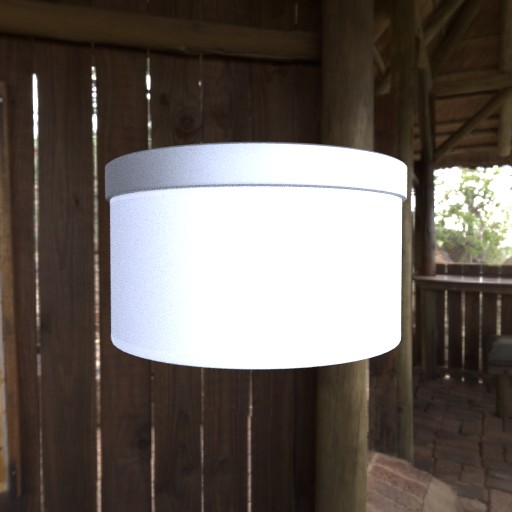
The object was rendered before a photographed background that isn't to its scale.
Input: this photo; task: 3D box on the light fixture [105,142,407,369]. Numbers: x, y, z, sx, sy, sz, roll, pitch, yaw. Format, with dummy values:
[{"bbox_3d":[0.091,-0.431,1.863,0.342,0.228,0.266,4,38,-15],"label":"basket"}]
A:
[{"bbox_3d":[0.000,0.000,0.613,0.393,0.229,0.393,0,1,0],"label":"light fixture"}]
